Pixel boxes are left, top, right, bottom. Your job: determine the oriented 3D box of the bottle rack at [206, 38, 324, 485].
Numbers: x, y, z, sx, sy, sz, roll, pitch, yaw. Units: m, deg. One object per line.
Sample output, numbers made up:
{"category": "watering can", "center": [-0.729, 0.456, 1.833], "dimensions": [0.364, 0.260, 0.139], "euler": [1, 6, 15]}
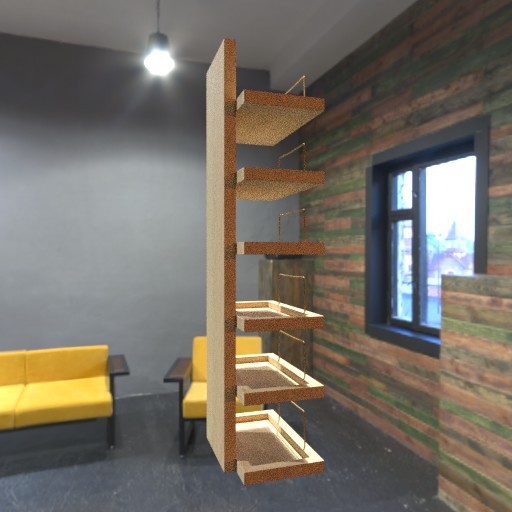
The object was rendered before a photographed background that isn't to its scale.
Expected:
{"category": "bottle rack", "center": [0.000, 0.000, 1.086], "dimensions": [0.206, 0.943, 0.330], "euler": [0, 0, -17]}
